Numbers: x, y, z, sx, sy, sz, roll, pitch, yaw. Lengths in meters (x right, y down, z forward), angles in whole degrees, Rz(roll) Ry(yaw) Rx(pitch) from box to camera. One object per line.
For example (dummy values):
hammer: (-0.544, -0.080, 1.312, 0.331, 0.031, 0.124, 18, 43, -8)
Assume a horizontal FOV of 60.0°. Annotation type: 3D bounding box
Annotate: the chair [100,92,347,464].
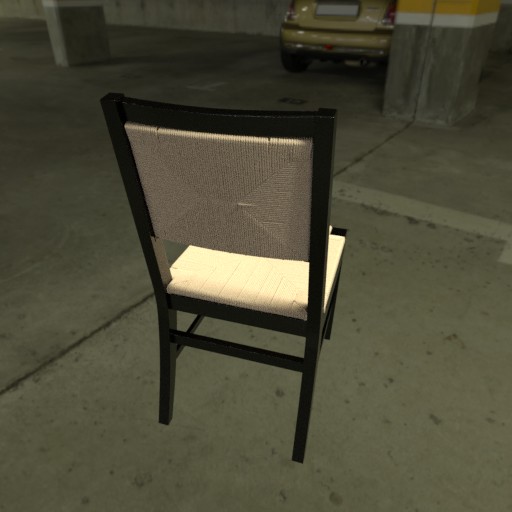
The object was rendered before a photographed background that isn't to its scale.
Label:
chair: (0.000, 0.000, 1.219, 0.437, 0.927, 0.552, 9, 33, 15)
